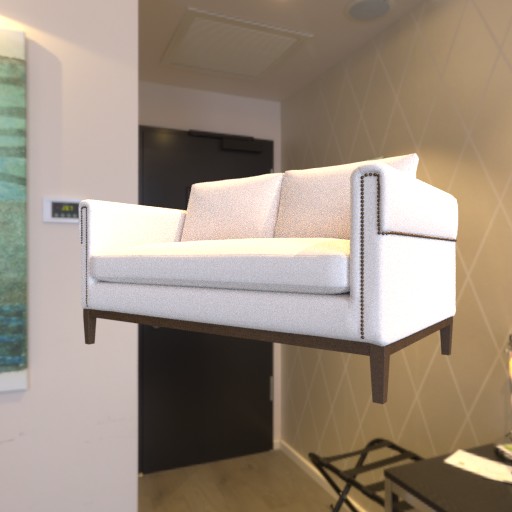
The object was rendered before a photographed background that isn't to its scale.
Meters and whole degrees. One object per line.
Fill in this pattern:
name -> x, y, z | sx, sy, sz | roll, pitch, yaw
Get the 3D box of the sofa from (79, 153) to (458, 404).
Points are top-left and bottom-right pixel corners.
sofa -> 0.000, 0.000, 2.077 | 1.598, 0.873, 0.905 | 0, 0, 36
